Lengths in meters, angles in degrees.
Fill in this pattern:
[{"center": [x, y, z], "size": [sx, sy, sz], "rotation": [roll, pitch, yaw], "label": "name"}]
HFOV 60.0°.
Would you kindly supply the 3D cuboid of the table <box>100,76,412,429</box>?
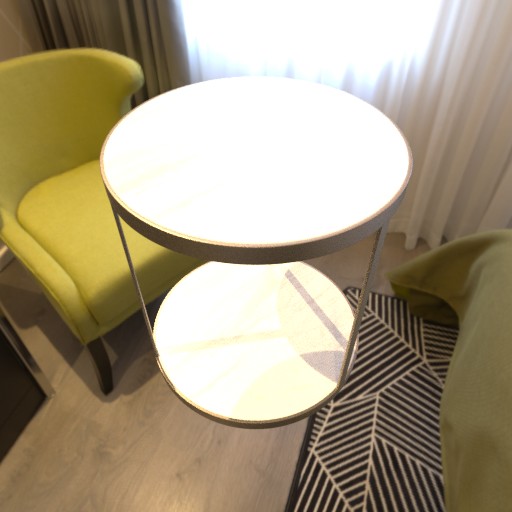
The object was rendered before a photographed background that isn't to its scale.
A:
[{"center": [0.000, 0.000, 0.819], "size": [0.445, 0.479, 0.445], "rotation": [0, 45, 0], "label": "table"}]
